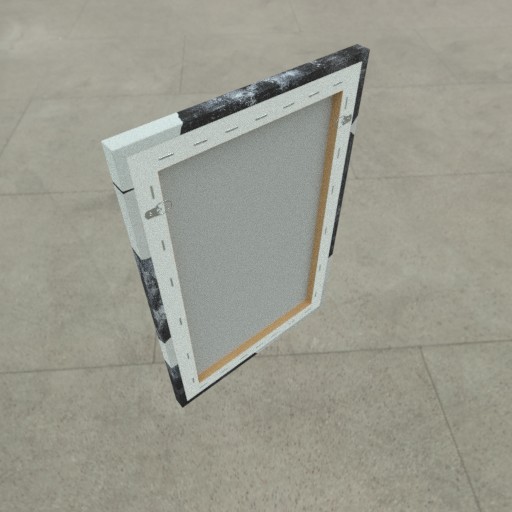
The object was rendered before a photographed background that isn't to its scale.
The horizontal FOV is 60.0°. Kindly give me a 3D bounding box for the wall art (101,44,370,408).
[{"bbox_3d":[0.000,0.000,1.163,0.610,0.915,0.041,-31,54,-26],"label":"wall art"}]
